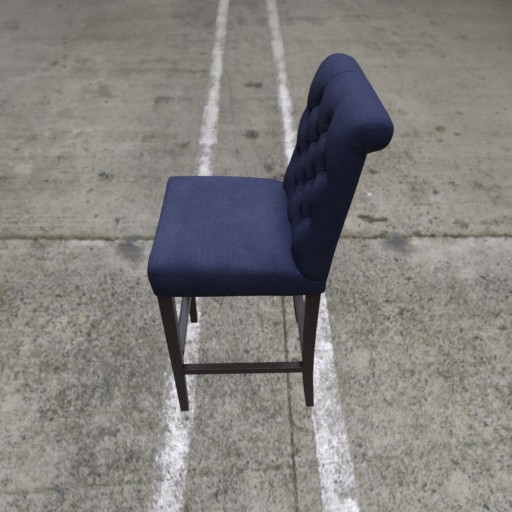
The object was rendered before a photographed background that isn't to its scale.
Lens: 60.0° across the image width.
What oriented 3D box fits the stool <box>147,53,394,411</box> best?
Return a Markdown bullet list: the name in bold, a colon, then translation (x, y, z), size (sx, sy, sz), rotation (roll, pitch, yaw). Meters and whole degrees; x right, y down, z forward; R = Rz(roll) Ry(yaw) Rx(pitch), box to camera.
- **stool**: translation (0.000, 0.000, 1.459), size (0.601, 1.140, 0.493), rotation (-1, 41, -1)
